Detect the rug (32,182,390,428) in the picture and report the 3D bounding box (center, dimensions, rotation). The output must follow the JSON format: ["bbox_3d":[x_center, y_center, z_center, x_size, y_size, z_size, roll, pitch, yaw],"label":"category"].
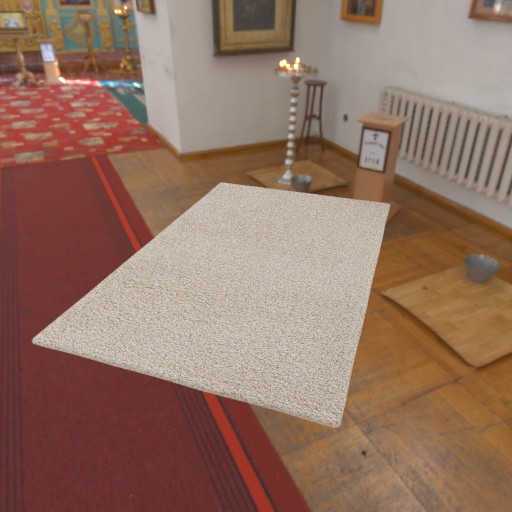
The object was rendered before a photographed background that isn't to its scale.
[{"bbox_3d":[0.000,0.000,3.406,1.778,0.030,2.743,10,31,17],"label":"rug"}]
